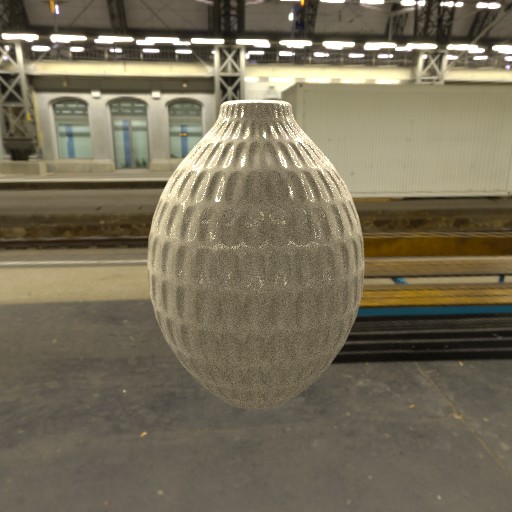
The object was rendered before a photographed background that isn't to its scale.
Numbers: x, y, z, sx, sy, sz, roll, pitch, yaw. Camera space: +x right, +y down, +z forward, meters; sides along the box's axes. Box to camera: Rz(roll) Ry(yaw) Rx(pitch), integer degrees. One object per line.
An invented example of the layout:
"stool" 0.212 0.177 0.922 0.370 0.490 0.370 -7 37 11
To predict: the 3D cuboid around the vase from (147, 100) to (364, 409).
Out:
"vase" 0.000 0.000 0.339 0.162 0.223 0.162 0 15 0
